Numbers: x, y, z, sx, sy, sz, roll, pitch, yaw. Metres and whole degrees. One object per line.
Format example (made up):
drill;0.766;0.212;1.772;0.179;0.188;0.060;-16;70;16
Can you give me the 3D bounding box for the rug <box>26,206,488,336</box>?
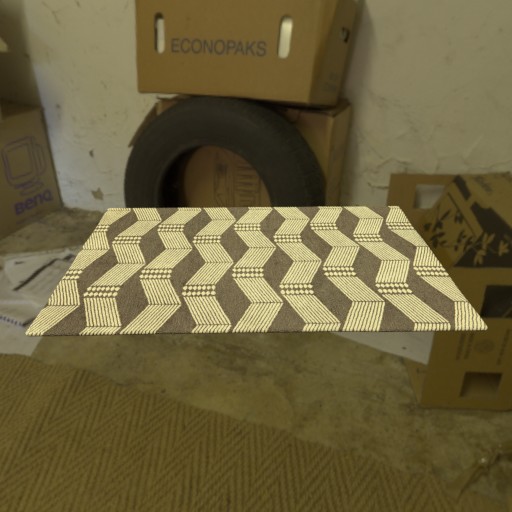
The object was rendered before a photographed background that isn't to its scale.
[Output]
rug;0.000;0.000;2.270;1.833;0.016;1.210;-1;30;-1
